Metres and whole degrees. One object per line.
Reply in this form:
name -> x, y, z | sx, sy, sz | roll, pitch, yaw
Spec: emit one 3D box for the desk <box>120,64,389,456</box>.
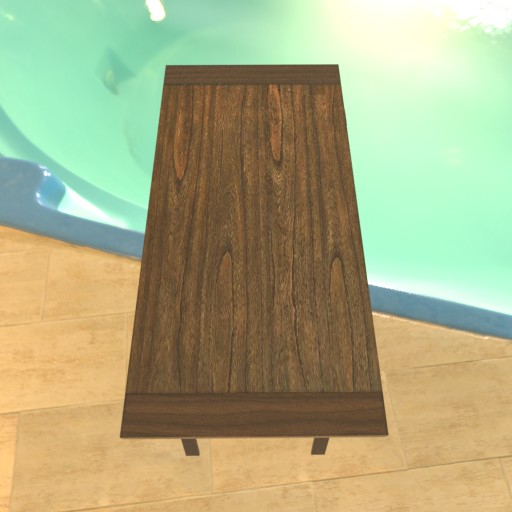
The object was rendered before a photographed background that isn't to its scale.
desk -> 0.000, 0.000, 1.926 | 0.784, 0.725, 1.543 | 0, 63, 0
